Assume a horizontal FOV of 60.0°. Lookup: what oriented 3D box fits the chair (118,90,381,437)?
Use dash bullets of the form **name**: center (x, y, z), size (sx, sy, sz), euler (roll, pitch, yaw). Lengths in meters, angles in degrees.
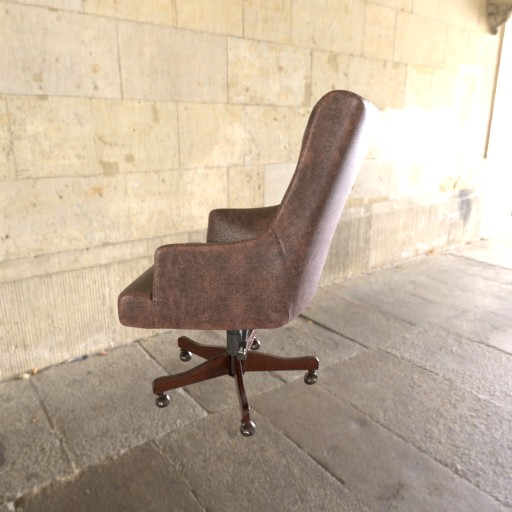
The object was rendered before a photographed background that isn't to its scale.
- **chair**: center (0.000, 0.000, 1.538), size (0.762, 1.035, 0.641), euler (2, 16, 8)
